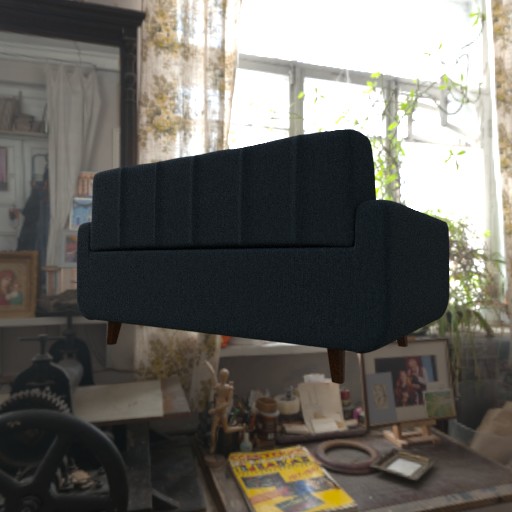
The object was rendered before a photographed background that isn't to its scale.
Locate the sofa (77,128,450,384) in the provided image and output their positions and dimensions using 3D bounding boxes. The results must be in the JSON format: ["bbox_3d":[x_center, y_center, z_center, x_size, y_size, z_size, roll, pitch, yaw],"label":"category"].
[{"bbox_3d":[0.000,0.000,2.234,1.651,0.896,0.942,0,-1,34],"label":"sofa"}]
